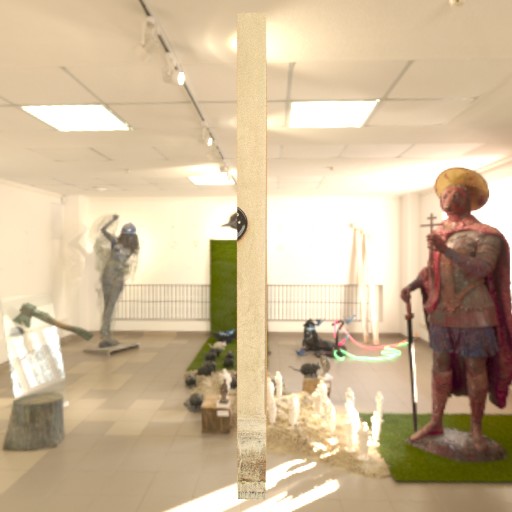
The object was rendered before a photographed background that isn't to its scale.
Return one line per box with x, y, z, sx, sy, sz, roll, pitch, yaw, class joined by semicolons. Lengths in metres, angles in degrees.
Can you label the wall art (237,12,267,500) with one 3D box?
0.000;0.000;0.754;0.036;0.607;0.403;0;1;2;wall art
